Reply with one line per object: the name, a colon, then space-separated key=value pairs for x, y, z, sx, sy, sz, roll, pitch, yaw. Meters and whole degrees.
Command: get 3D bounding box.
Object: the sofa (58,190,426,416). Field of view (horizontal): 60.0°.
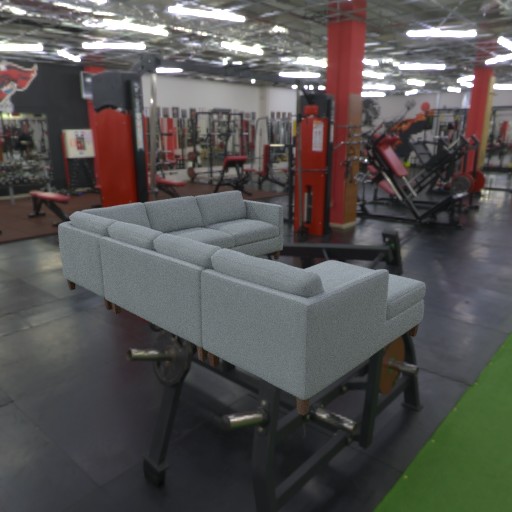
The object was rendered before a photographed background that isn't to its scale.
sofa: x=0.000 y=0.000 z=4.370 sx=3.238 sy=0.853 sz=2.551 roll=14 pitch=21 yaw=42
